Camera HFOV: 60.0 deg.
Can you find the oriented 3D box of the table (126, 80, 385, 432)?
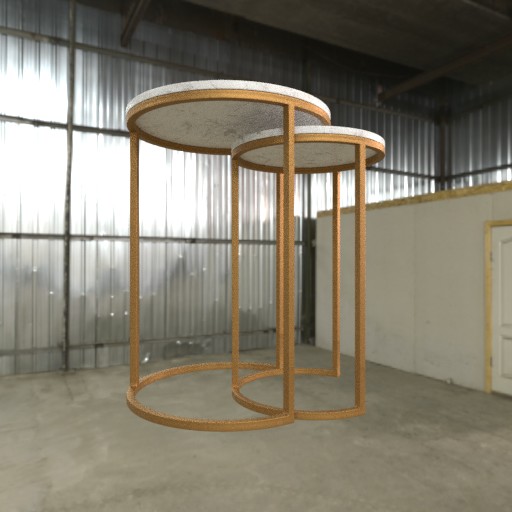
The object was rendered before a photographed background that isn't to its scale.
[{"bbox_3d":[0.000,0.000,0.892,0.507,0.550,0.400,0,0,0],"label":"table"}]
